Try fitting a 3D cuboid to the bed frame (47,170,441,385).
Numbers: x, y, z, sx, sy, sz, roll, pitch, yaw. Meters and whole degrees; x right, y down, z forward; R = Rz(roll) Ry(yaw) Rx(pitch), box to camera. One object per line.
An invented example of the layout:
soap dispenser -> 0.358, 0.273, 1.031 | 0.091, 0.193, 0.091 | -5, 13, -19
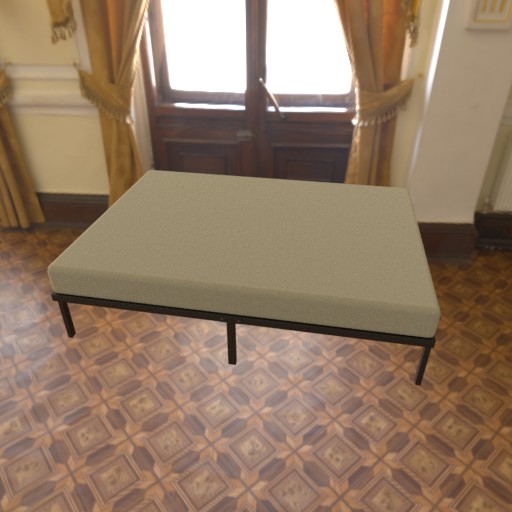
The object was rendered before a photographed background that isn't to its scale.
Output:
bed frame -> 0.000, 0.000, 3.803 | 2.842, 0.680, 2.205 | 10, 34, 15
